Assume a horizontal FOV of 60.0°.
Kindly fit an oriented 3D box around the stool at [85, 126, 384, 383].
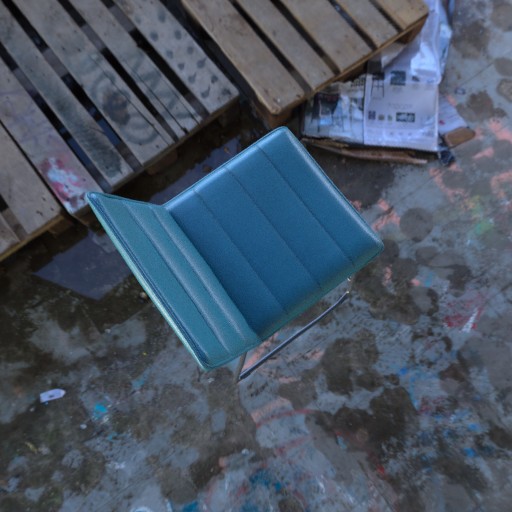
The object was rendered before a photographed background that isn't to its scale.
[{"bbox_3d":[0.000,0.000,1.197,0.524,0.866,0.489,-36,79,-8],"label":"stool"}]
